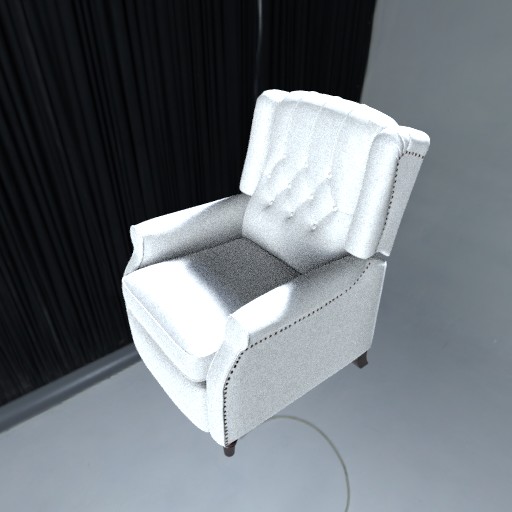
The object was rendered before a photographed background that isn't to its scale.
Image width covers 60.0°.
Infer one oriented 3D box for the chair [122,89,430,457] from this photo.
[{"bbox_3d":[0.000,0.000,1.632,0.902,1.035,0.742,-23,40,-31],"label":"chair"}]
